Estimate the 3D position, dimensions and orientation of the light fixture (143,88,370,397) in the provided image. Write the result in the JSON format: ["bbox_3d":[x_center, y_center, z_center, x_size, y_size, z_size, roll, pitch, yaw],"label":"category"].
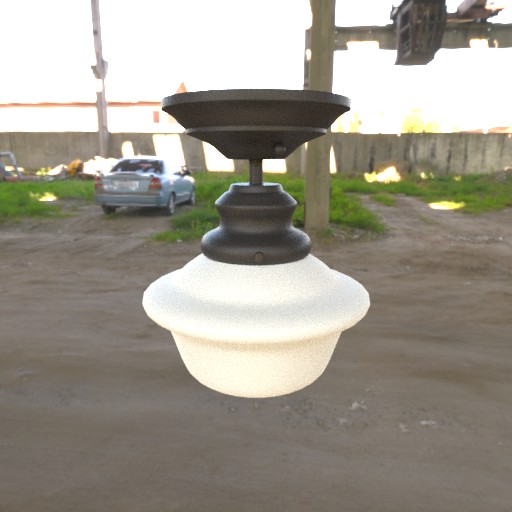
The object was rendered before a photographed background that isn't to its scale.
[{"bbox_3d":[0.000,0.000,0.385,0.197,0.254,0.197,0,13,0],"label":"light fixture"}]
